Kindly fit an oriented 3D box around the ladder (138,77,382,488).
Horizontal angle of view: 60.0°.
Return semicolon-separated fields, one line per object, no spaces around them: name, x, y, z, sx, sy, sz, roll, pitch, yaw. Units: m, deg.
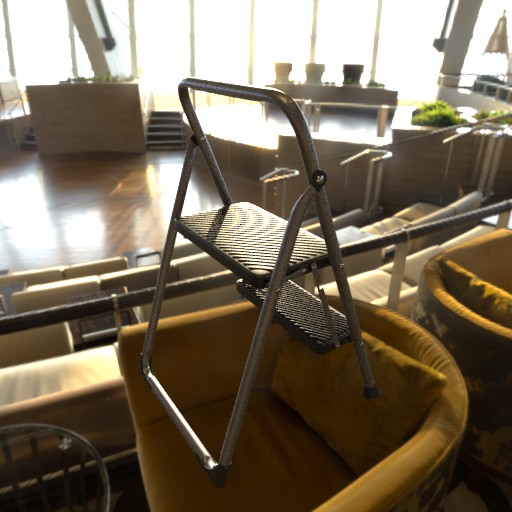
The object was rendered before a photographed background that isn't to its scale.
ladder;0.000;0.000;0.973;0.472;0.720;0.430;-17;31;-31
